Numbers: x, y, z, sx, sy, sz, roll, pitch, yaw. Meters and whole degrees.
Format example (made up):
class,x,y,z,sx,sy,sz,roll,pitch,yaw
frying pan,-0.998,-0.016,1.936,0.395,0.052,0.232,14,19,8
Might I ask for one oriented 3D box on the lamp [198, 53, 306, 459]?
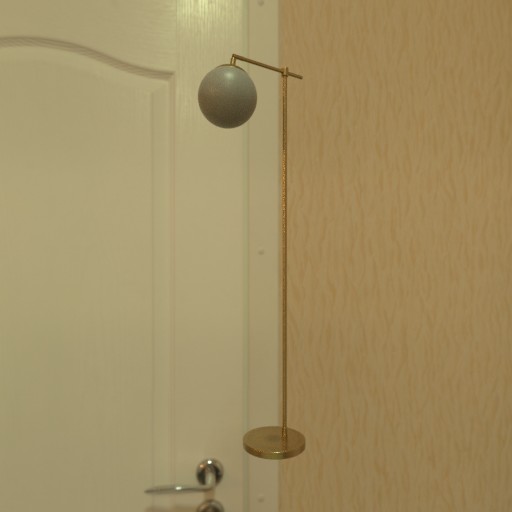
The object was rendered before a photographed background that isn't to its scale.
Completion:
class,x,y,z,sx,sy,sz,roll,pitch,yaw
lamp,0.000,0.000,1.701,0.476,1.505,0.249,0,1,-37
